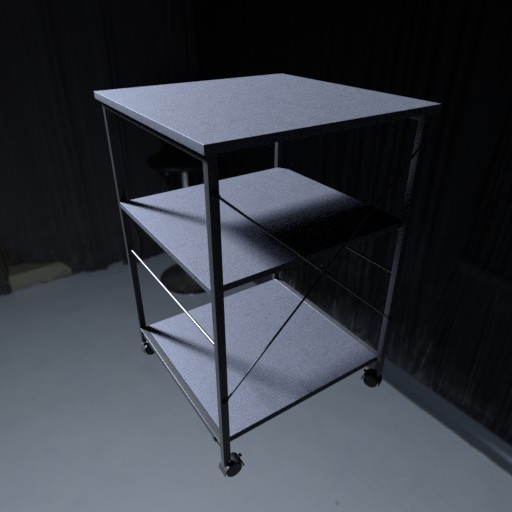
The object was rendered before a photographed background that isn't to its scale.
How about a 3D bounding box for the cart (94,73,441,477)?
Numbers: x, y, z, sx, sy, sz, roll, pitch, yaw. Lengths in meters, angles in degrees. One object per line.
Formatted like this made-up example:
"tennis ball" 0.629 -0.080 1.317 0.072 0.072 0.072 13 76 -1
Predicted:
"cart" 0.000 0.000 1.112 0.521 0.762 0.520 -18 34 -29
